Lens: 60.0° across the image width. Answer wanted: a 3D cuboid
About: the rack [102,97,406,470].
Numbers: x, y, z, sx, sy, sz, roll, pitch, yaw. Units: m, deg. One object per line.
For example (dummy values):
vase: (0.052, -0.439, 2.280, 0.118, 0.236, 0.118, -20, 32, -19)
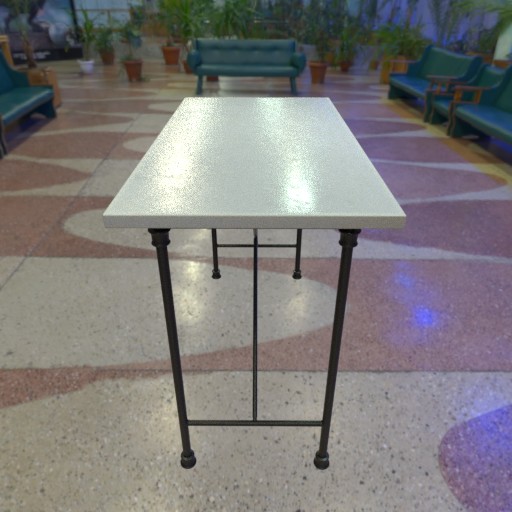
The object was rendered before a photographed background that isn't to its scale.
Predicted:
rack: (0.000, 0.000, 1.613, 0.613, 0.880, 1.159, 0, 31, 0)
